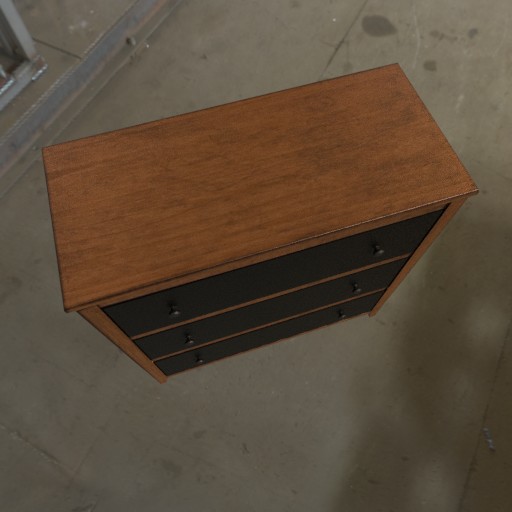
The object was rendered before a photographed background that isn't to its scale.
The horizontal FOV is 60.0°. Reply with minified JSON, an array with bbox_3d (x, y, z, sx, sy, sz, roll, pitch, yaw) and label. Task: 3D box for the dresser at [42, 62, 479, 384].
[{"bbox_3d":[0.000,0.000,1.920,1.250,1.224,0.591,-16,66,-8],"label":"dresser"}]
